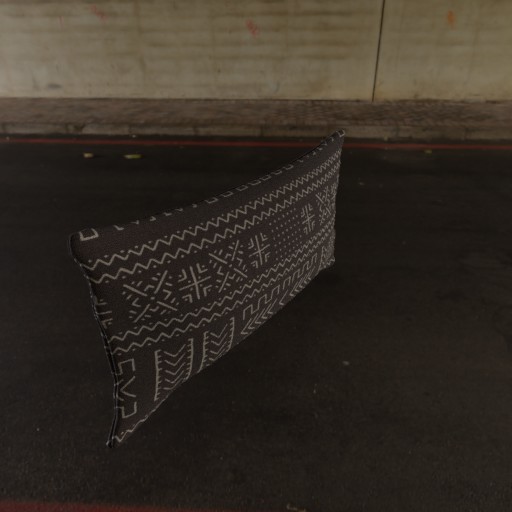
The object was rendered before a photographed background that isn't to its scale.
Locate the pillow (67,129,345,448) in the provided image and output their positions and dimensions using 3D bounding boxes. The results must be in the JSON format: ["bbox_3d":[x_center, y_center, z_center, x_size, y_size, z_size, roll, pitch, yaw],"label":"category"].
[{"bbox_3d":[0.000,0.000,0.767,0.135,0.322,0.667,18,32,31],"label":"pillow"}]
